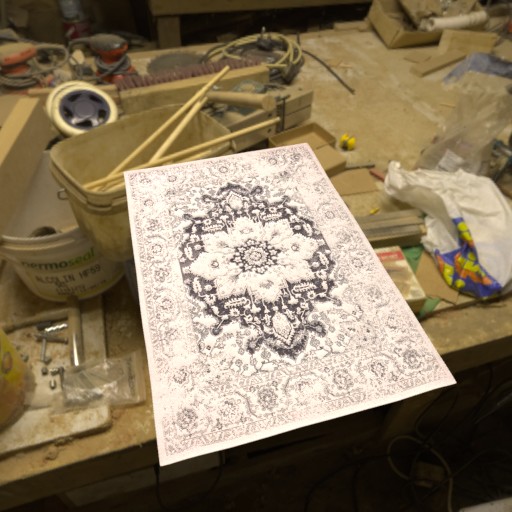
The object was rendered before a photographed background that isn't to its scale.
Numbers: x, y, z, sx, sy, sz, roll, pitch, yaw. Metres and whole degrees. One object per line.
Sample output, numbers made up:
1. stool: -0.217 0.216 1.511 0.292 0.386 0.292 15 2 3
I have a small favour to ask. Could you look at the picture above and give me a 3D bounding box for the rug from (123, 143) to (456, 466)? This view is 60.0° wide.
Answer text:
1. rug: 0.000 0.000 2.302 1.223 0.008 1.813 -12 49 -10
